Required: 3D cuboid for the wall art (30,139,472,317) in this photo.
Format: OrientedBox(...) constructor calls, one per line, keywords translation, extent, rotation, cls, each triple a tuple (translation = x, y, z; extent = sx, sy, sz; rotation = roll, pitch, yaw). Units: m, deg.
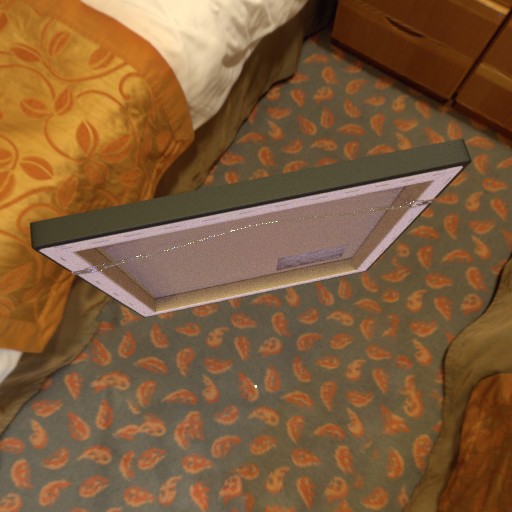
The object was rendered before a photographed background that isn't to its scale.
OrientedBox(translation=(0.000, 0.000, 0.894), extent=(0.610, 0.611, 0.043), rotation=(-12, 74, -3), cls="wall art")
